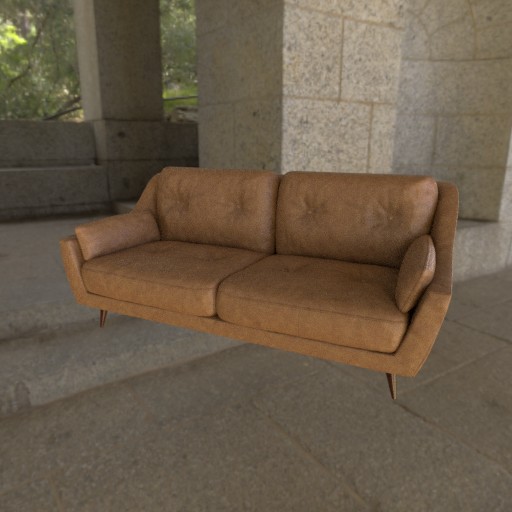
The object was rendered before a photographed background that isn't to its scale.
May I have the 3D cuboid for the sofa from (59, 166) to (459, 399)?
[{"bbox_3d":[0.000,0.000,2.300,1.902,0.839,0.904,7,17,25],"label":"sofa"}]
